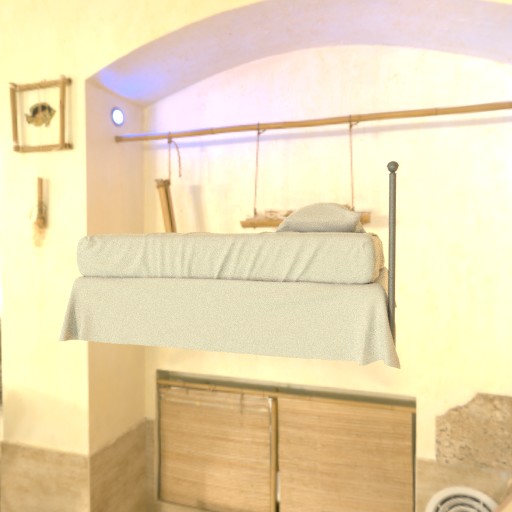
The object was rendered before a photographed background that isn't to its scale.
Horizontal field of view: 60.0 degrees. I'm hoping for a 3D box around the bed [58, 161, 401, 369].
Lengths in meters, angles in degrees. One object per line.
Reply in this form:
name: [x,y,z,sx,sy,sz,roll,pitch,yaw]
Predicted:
bed: [0.000,0.000,3.602,2.220,1.080,2.309,1,2,17]
